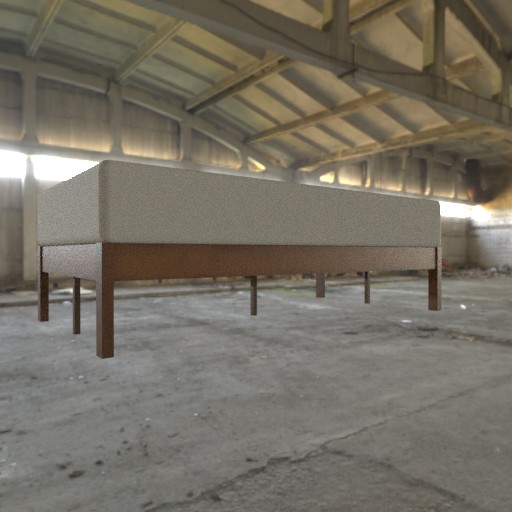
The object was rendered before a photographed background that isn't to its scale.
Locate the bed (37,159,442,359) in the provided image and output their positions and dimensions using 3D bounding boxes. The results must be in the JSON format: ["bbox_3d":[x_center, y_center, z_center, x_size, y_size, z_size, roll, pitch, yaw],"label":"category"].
[{"bbox_3d":[0.000,0.000,2.308,1.902,0.616,0.961,0,1,-37],"label":"bed"}]
